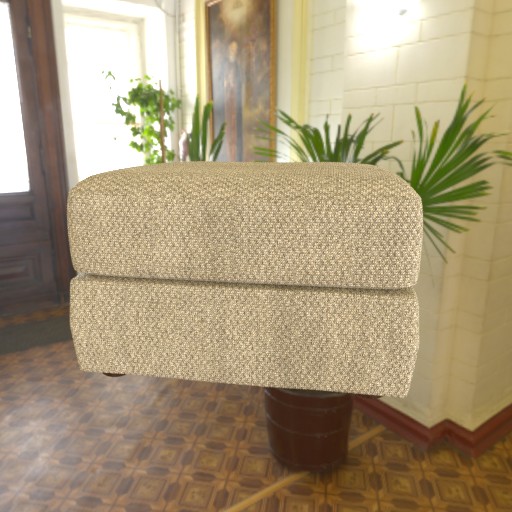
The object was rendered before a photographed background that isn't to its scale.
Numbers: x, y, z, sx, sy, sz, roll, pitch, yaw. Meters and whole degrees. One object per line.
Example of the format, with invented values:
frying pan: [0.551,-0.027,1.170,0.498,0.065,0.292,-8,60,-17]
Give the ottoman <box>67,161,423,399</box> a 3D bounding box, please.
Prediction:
ottoman: [0.000,0.000,1.162,0.751,0.476,0.603,2,14,9]
